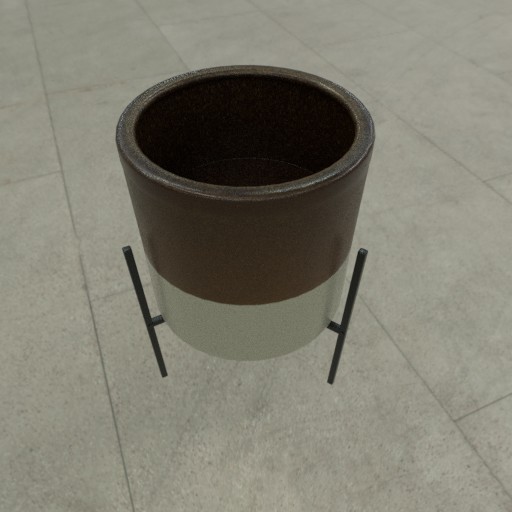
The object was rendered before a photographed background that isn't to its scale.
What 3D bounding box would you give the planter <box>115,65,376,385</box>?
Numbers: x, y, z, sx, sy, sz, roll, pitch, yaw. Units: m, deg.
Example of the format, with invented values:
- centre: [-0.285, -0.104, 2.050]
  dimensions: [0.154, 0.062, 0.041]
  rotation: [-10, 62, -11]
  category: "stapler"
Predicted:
- centre: [0.000, 0.000, 0.557]
  dimensions: [0.269, 0.375, 0.255]
  rotation: [24, 51, 21]
  category: "planter"
